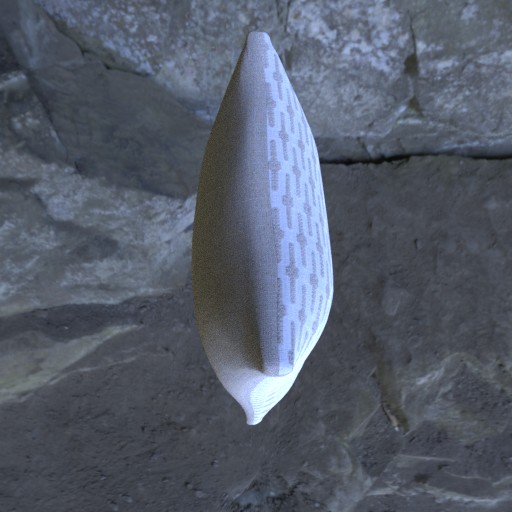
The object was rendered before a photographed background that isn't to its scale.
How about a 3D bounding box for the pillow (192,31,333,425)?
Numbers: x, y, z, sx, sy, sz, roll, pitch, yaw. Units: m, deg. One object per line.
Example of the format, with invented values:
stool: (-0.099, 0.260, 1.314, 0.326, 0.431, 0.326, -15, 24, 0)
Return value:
pillow: (0.000, 0.000, 0.754, 0.219, 0.491, 0.496, -2, 64, -1)
